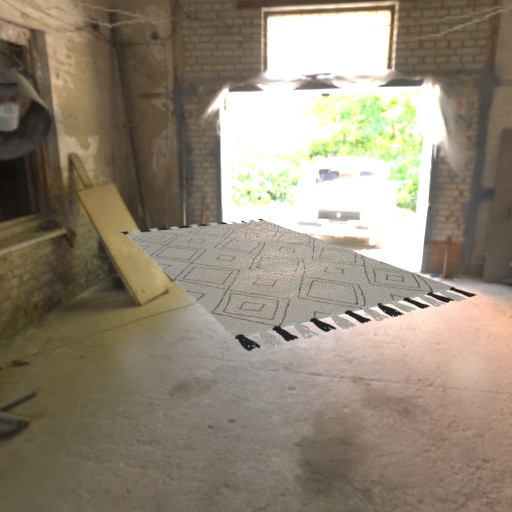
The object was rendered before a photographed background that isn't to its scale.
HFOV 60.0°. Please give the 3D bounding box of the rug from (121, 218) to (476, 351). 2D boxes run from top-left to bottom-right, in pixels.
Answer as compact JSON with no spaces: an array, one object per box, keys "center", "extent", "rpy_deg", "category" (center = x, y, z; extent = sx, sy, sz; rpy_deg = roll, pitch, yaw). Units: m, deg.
[{"center":[0.000,0.000,3.426],"extent":[1.524,0.021,2.755],"rpy_deg":[-8,17,-26],"category":"rug"}]
